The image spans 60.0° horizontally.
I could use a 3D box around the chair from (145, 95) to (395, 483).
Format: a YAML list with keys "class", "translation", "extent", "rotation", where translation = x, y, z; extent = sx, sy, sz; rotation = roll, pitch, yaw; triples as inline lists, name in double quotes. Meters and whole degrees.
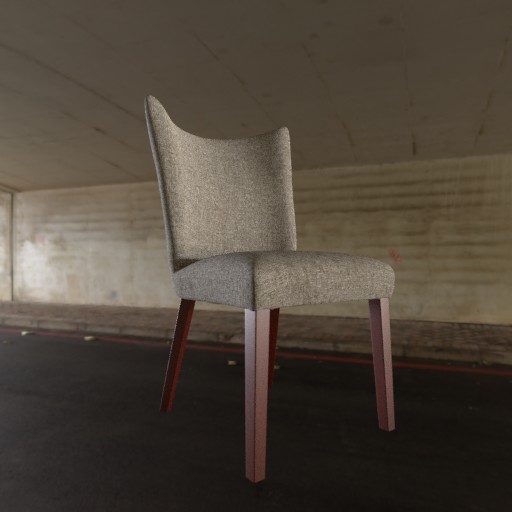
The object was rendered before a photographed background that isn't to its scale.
- class: "chair"
  translation: [0.000, 0.000, 1.288]
  extent: [0.535, 0.924, 0.623]
  rotation: [0, 0, -37]
